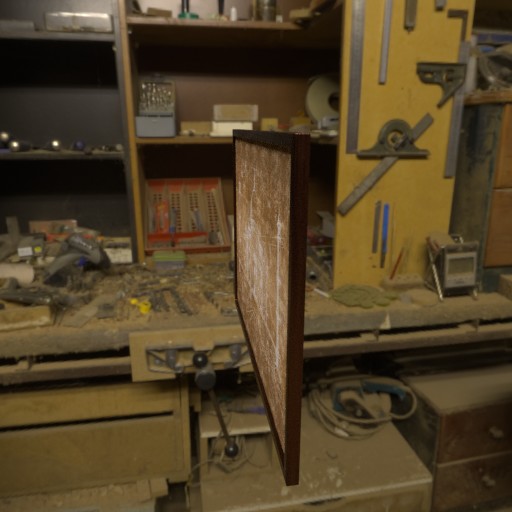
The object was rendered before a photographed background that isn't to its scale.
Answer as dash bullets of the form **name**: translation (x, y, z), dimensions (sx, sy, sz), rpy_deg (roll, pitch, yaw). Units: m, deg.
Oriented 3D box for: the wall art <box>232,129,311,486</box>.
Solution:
- **wall art**: translation (0.000, 0.000, 0.558), dimensions (0.012, 0.304, 0.431), rpy_deg (-2, 17, -8)
